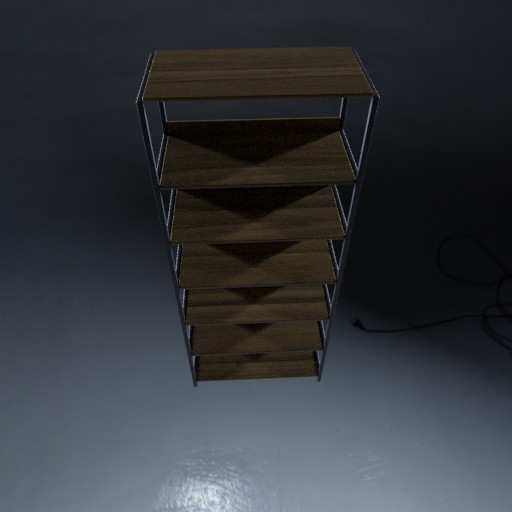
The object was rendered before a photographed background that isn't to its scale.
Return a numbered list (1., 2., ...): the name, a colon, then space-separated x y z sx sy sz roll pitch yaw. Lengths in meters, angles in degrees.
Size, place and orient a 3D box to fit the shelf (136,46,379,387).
1. shelf: 0.000 0.000 2.399 0.847 2.015 0.431 -2 46 -2
